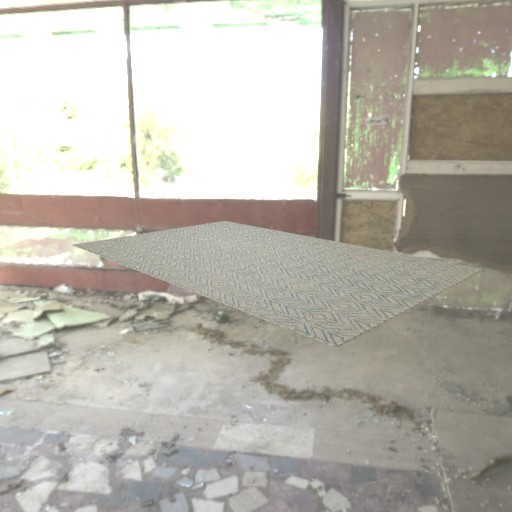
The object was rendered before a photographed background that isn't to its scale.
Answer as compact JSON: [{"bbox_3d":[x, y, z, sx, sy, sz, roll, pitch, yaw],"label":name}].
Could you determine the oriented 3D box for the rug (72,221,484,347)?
[{"bbox_3d":[0.000,0.000,3.048,1.526,0.008,2.441,-14,20,-43],"label":"rug"}]
